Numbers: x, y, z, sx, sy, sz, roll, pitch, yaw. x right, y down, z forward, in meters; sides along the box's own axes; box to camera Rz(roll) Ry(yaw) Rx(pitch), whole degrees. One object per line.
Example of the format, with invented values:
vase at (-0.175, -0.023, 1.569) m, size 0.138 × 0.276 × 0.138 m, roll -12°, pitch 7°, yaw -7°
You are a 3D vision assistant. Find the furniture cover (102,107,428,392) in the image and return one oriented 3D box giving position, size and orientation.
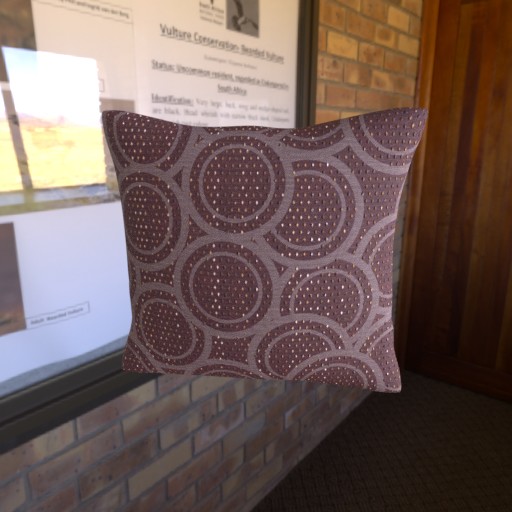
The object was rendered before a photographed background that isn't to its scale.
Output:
furniture cover at (0.000, 0.000, 0.806) m, size 0.552 × 0.509 × 0.193 m, roll 2°, pitch 15°, yaw 8°
